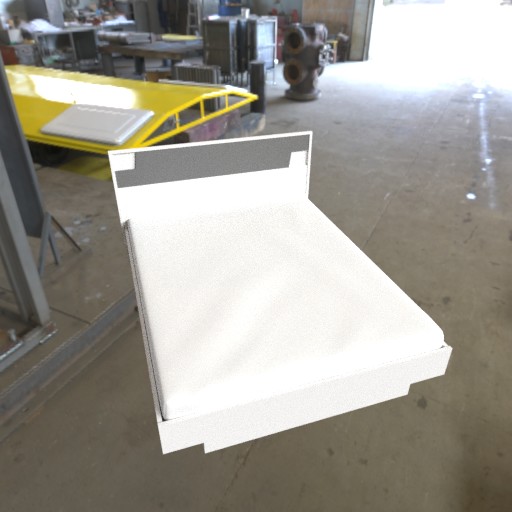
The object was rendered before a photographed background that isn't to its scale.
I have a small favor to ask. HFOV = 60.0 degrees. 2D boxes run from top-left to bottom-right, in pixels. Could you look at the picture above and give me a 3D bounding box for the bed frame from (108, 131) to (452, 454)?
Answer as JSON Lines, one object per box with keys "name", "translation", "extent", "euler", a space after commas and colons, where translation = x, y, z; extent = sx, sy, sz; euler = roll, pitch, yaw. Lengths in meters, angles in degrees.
{"name": "bed frame", "translation": [0.000, 0.000, 3.063], "extent": [1.711, 1.001, 2.100], "euler": [-10, 33, -15]}
